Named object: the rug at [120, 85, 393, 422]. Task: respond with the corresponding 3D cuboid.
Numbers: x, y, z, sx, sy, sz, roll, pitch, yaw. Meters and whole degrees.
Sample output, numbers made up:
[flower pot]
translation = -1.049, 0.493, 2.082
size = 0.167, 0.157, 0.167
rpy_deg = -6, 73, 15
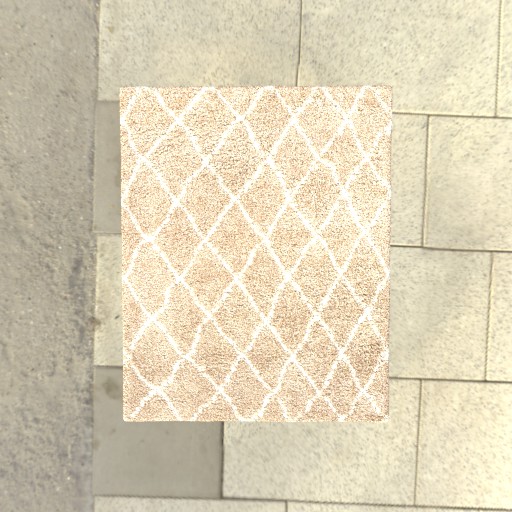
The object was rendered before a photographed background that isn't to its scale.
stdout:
[rug]
translation = 0.000, 0.000, 4.022
size = 2.438, 0.029, 3.047
rpy_deg = 0, 92, 0
